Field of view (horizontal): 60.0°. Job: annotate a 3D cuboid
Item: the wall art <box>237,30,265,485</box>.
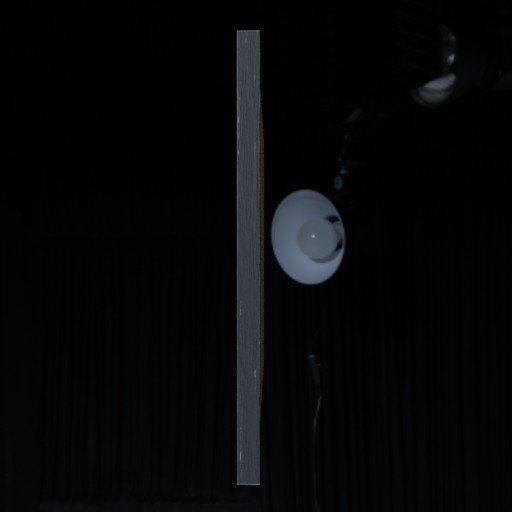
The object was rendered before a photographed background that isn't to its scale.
[{"bbox_3d":[0.000,0.000,1.122,0.037,0.761,0.761,0,1,2],"label":"wall art"}]
